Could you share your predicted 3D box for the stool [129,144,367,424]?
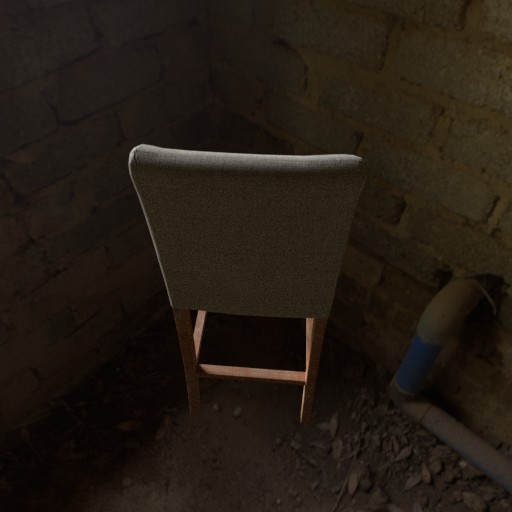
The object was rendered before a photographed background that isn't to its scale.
[{"bbox_3d":[0.000,0.000,1.334,0.454,1.039,0.567,4,46,3],"label":"stool"}]
